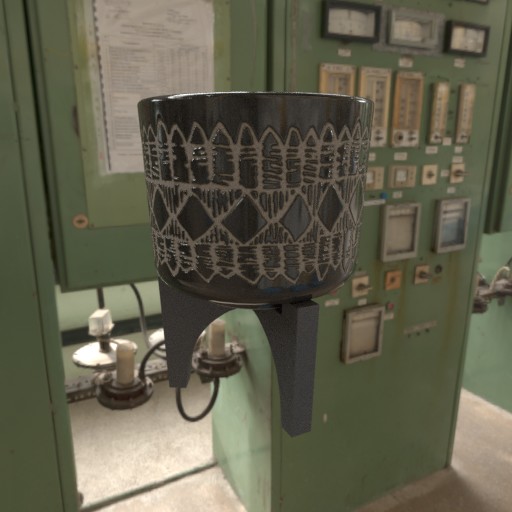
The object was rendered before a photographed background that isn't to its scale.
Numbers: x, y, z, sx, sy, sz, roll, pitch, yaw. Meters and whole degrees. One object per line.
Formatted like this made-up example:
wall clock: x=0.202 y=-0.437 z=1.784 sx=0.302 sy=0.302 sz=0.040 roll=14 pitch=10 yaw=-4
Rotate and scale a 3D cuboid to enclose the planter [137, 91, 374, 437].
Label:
planter: x=0.000 y=0.000 z=0.271 sx=0.129 sy=0.177 sz=0.129 roll=0 pitch=15 yaw=0
